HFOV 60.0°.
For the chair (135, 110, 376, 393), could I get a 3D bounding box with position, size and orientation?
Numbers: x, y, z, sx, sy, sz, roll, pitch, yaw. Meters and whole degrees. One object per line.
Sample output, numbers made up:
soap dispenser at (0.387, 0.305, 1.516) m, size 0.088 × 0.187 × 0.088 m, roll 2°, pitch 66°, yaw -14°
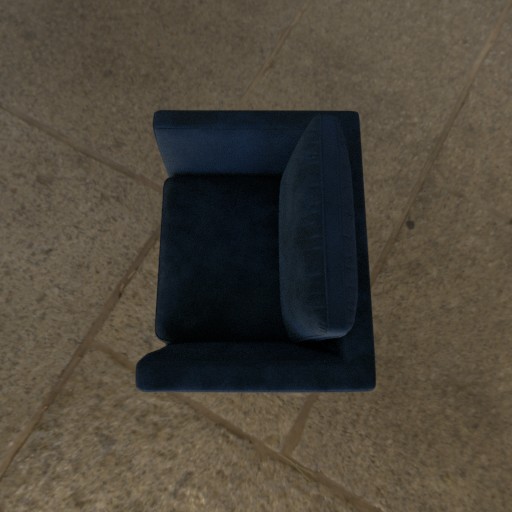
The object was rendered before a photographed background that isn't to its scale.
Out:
chair at (0.000, 0.000, 1.682) m, size 0.746 × 0.893 × 0.977 m, roll 0°, pitch 75°, yaw 0°
